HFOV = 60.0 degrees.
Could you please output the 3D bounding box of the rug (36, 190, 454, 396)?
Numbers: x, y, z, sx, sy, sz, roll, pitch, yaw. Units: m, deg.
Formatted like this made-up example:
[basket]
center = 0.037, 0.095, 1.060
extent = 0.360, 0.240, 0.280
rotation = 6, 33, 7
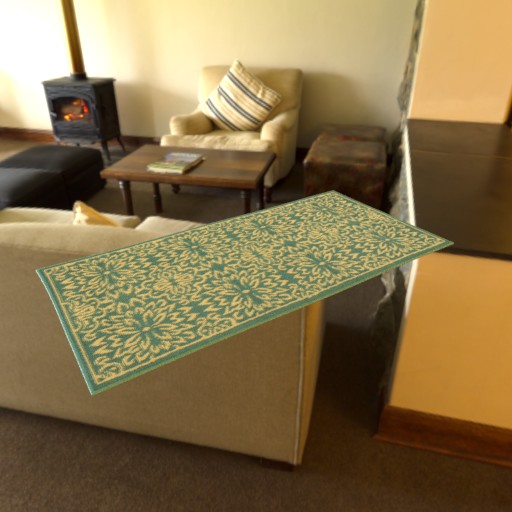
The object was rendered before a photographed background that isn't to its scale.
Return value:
[rug]
center = 0.000, 0.000, 1.427
extent = 1.219, 0.007, 0.604
rotation = -18, 34, -29
